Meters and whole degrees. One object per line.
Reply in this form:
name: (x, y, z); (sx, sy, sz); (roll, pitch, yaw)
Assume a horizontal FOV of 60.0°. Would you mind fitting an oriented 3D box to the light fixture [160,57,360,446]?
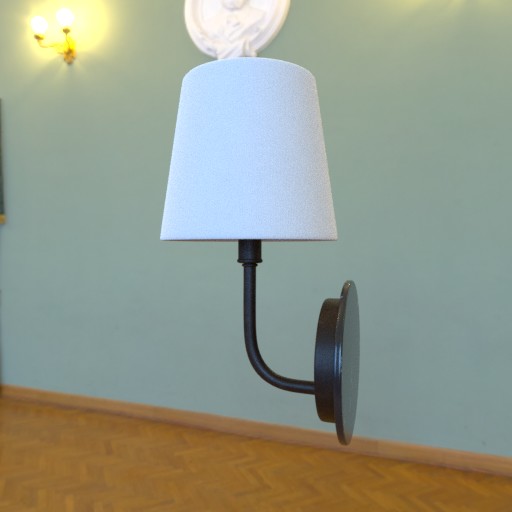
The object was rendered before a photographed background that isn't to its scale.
light fixture: (0.000, 0.000, 0.436); (0.188, 0.337, 0.168); (0, 1, 19)
